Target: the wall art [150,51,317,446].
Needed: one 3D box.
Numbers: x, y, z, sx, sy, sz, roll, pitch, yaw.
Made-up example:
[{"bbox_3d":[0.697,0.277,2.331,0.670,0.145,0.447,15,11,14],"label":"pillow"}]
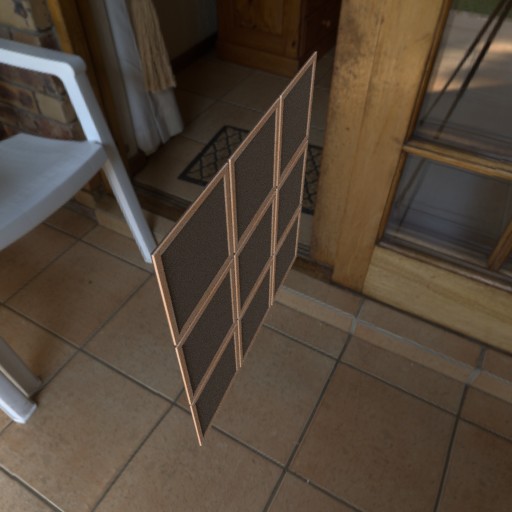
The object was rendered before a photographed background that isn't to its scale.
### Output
[{"bbox_3d":[0.000,0.000,2.318,0.013,1.525,1.520,18,50,16],"label":"wall art"}]
